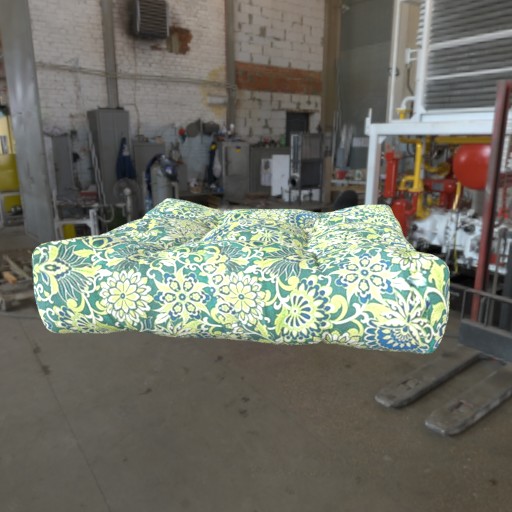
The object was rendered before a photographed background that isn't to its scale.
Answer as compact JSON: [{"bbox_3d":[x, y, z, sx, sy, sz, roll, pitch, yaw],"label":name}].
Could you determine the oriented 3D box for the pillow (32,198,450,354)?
[{"bbox_3d":[0.000,0.000,0.713,0.490,0.128,0.468,2,15,9],"label":"pillow"}]
